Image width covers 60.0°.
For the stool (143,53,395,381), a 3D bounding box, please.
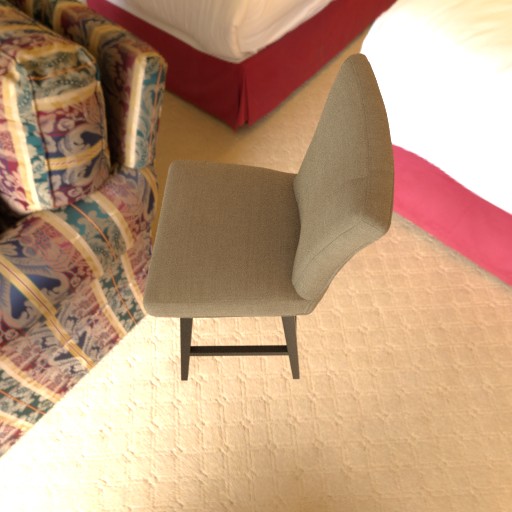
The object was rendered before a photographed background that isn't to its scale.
[{"bbox_3d":[0.000,0.000,1.382,0.574,1.086,0.514,2,59,1],"label":"stool"}]
